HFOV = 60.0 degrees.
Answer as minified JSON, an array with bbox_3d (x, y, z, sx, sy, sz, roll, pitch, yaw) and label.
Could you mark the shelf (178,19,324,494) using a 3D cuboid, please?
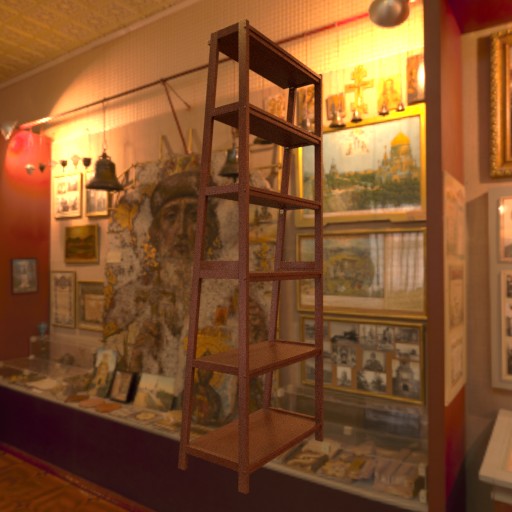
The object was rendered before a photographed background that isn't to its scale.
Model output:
[{"bbox_3d":[0.000,0.000,2.141,0.382,1.892,0.660,-1,-1,36],"label":"shelf"}]
